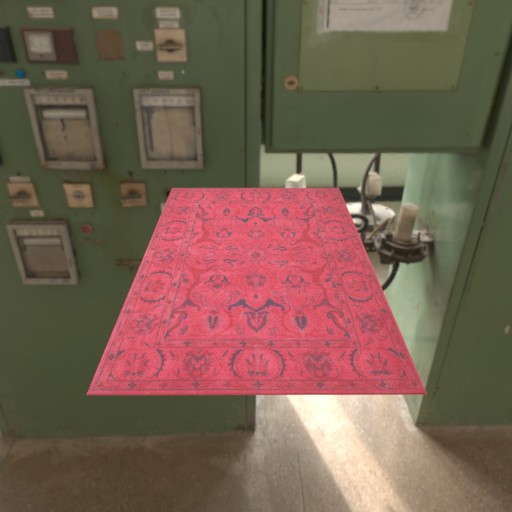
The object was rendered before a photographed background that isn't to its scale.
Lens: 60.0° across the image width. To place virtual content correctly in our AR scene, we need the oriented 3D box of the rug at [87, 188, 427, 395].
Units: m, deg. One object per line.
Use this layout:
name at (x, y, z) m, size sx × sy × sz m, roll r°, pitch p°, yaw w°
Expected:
rug at (0.000, 0.000, 3.032) m, size 1.534 × 0.010 × 2.423 m, roll 0°, pitch 31°, yaw 0°
